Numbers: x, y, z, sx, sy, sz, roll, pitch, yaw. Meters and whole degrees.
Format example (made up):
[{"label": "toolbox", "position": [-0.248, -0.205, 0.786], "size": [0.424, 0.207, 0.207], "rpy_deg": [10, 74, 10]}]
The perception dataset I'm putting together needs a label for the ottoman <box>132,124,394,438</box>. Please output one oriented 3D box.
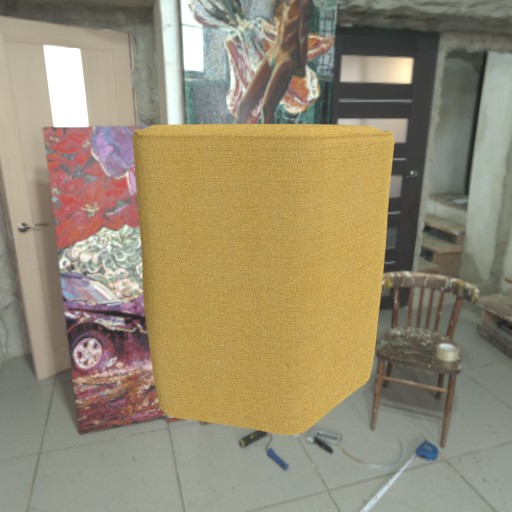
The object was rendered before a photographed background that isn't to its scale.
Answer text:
[{"label": "ottoman", "position": [0.000, 0.000, 0.886], "size": [0.443, 0.502, 0.494], "rpy_deg": [16, 23, 41]}]
